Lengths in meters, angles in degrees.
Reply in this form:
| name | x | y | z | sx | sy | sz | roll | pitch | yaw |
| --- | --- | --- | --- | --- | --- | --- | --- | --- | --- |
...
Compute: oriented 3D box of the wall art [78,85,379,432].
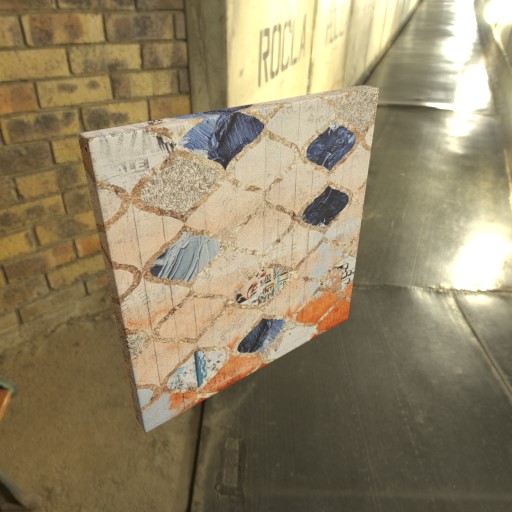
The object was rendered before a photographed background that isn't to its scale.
| name | x | y | z | sx | sy | sz | roll | pitch | yaw |
| --- | --- | --- | --- | --- | --- | --- | --- | --- | --- |
| wall art | 0.000 | 0.000 | 0.772 | 0.507 | 0.508 | 0.038 | -22 | 37 | -31 |
